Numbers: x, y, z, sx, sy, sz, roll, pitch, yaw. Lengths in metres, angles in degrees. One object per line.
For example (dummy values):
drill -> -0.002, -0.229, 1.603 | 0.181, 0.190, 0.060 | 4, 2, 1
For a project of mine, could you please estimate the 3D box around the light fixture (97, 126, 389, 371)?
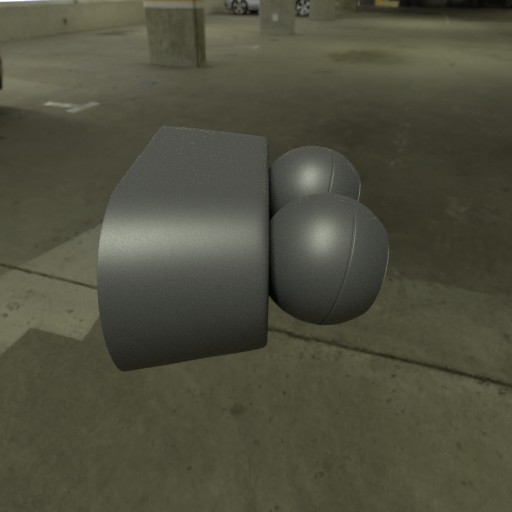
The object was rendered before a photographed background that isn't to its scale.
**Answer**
light fixture -> 0.000, 0.000, 0.335 | 0.159, 0.159, 0.229 | 1, 32, 1
